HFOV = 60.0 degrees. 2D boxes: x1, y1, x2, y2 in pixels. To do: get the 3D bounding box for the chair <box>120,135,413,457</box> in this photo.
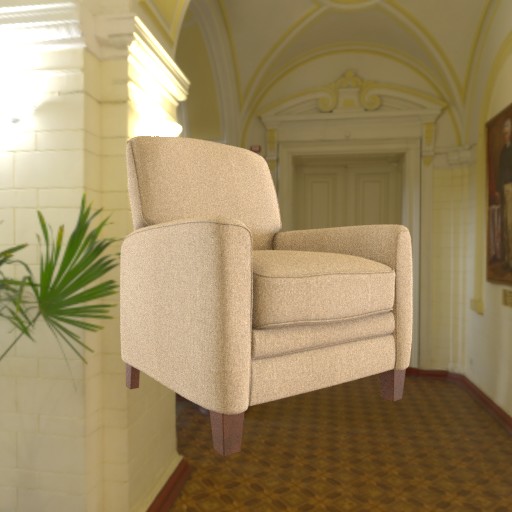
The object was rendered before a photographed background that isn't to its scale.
[{"bbox_3d":[0.000,0.000,1.646,0.848,1.014,0.864,-1,1,-36],"label":"chair"}]
